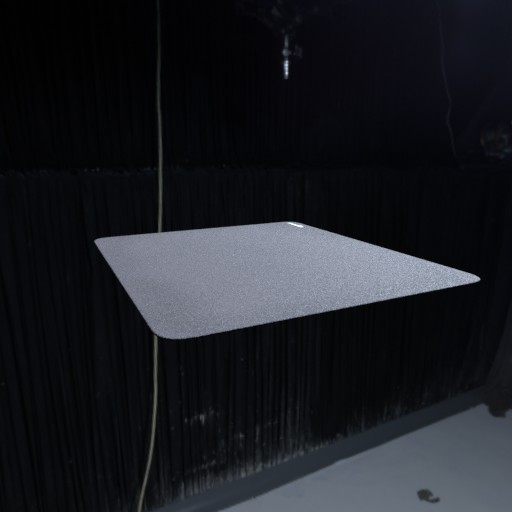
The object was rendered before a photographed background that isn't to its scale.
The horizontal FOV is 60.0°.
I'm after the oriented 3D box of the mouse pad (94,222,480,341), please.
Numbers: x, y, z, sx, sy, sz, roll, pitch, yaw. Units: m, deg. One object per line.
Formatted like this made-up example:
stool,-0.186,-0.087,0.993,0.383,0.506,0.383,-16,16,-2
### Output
mouse pad,0.000,0.000,0.635,0.393,0.002,0.451,-7,16,-25
